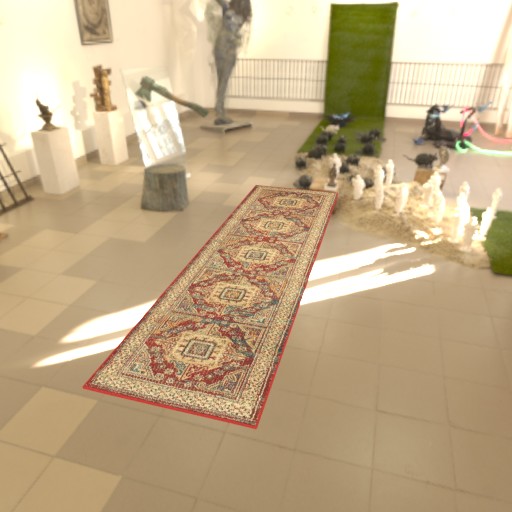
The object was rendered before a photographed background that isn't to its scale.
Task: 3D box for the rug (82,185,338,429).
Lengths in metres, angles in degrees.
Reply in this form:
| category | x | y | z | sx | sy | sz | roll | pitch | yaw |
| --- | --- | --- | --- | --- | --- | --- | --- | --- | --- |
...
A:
| category | x | y | z | sx | sy | sz | roll | pitch | yaw |
| --- | --- | --- | --- | --- | --- | --- | --- | --- | --- |
| rug | 0.000 | 0.000 | 2.497 | 0.659 | 0.015 | 2.292 | 8 | 29 | 14 |
